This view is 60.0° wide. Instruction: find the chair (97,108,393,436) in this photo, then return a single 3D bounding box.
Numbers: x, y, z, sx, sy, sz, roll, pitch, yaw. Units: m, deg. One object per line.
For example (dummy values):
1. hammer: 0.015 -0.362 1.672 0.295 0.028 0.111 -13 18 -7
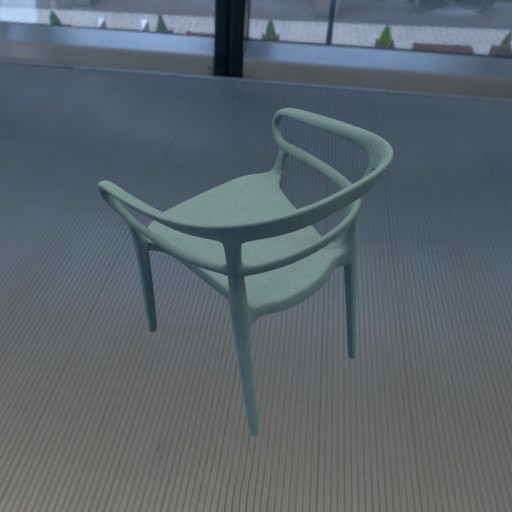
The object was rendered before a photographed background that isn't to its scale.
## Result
1. chair: 0.000 0.000 1.161 0.559 0.761 0.527 -30 53 -25
